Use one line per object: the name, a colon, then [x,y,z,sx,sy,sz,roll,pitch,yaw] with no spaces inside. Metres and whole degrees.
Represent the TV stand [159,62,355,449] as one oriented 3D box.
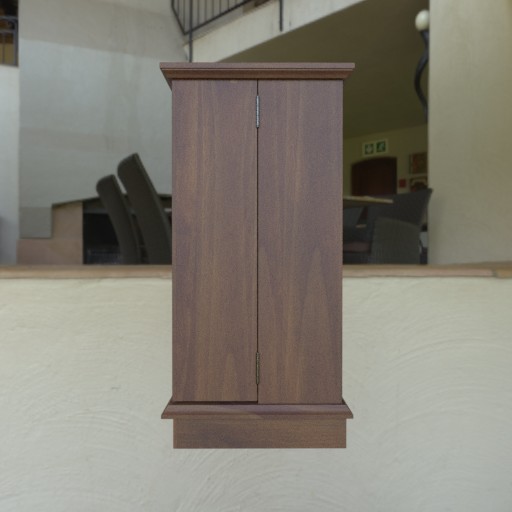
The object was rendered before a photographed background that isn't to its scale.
TV stand: [0.000,0.000,1.457,0.406,0.813,1.067,0,0,0]
